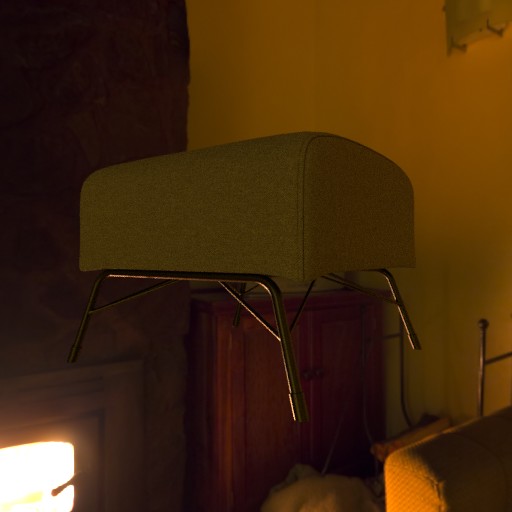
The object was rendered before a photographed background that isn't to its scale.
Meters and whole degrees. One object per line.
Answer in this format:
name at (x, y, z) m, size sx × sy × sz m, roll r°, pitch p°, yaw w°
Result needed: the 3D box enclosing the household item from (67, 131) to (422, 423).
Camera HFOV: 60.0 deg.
household item at (0.000, 0.000, 0.916) m, size 0.530 × 0.410 × 0.530 m, roll 0°, pitch 1°, yaw 36°
